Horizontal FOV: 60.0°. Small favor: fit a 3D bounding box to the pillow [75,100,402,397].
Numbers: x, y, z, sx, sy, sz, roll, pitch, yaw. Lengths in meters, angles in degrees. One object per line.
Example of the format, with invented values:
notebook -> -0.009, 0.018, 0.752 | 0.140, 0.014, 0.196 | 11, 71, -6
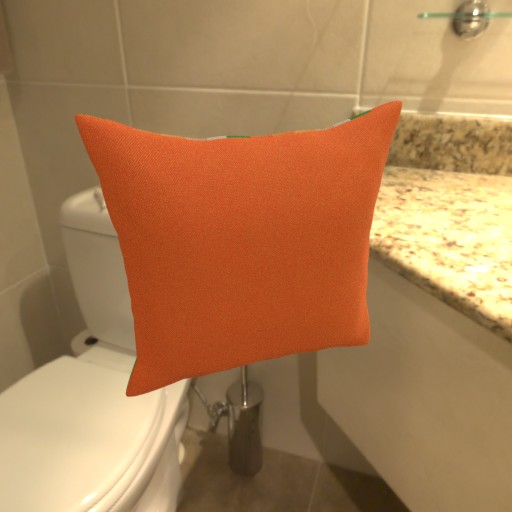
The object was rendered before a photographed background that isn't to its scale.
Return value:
pillow -> 0.000, 0.000, 0.686 | 0.453, 0.444, 0.169 | -8, 27, -16
